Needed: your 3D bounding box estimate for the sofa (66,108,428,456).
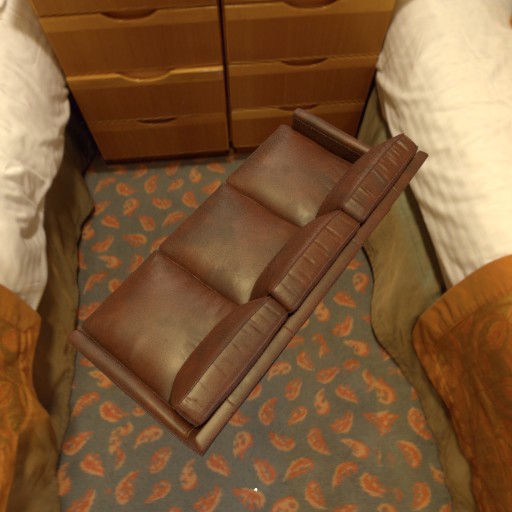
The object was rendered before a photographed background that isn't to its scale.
[{"bbox_3d":[0.000,0.000,2.819,1.084,1.003,2.240,34,67,17],"label":"sofa"}]
